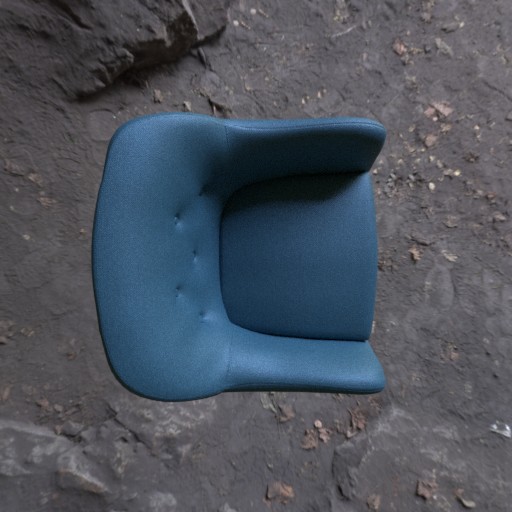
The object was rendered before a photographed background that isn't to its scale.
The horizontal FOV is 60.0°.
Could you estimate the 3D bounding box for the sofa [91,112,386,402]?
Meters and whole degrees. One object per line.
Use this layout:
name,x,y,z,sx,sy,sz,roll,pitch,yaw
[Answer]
sofa,0.000,0.000,1.499,0.825,0.817,0.836,0,90,0
